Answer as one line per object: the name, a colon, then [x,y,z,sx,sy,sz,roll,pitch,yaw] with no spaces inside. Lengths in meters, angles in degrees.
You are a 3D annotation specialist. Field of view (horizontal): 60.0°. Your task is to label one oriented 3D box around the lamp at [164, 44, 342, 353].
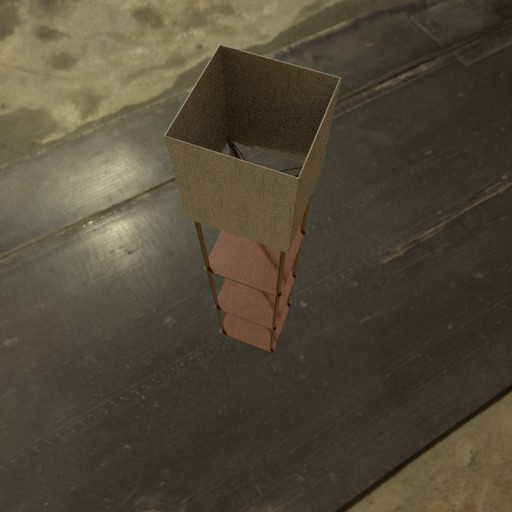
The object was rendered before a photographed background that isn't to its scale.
lamp: [0.000,0.000,1.704,0.310,1.569,0.308,19,66,9]
